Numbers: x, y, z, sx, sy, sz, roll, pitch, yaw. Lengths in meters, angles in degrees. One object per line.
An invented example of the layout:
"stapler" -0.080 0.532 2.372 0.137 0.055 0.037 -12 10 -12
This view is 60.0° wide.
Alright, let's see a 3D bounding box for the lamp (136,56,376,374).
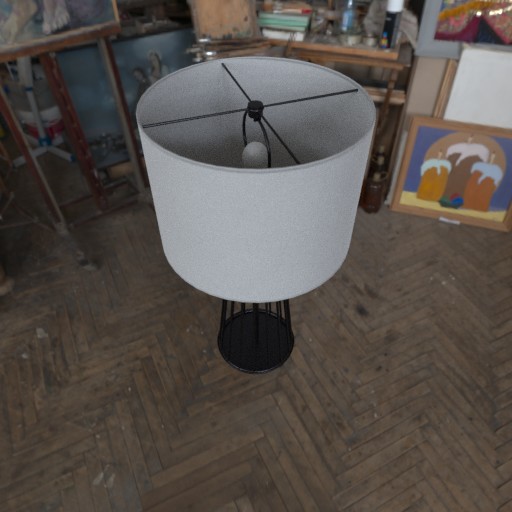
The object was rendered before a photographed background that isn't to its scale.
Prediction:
"lamp" 0.000 0.000 0.814 0.322 0.593 0.322 -14 47 -14
